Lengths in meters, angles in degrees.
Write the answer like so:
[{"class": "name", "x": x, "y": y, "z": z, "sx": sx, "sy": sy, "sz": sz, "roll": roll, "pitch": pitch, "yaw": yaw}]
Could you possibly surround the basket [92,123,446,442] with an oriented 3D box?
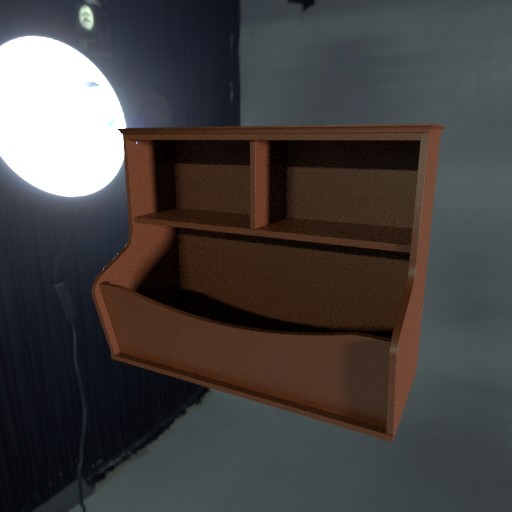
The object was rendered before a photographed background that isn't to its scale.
[{"class": "basket", "x": 0.000, "y": 0.000, "z": 1.115, "sx": 0.792, "sy": 0.625, "sz": 0.376, "roll": 8, "pitch": 17, "yaw": 26}]
